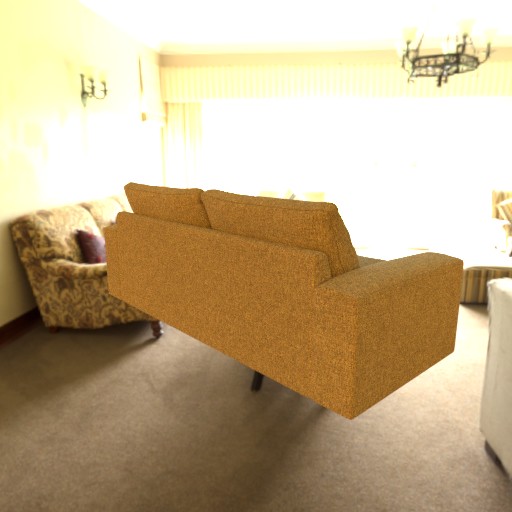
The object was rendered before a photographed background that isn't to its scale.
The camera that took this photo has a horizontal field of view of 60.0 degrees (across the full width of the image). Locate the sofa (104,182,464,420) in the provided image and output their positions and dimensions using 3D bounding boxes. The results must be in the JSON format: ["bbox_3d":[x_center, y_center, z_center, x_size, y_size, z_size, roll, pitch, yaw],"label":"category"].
[{"bbox_3d":[0.000,0.000,2.899,1.040,0.922,2.299,-12,18,-41],"label":"sofa"}]
